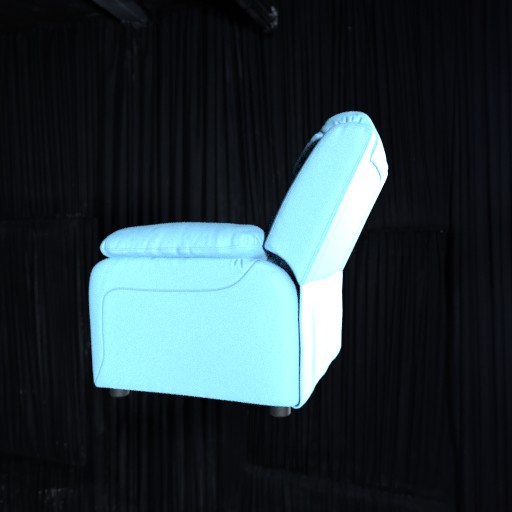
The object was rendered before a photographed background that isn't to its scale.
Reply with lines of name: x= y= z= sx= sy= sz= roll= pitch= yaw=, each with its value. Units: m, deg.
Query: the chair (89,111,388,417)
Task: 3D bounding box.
chair: x=0.000 y=0.000 z=1.278 sx=0.709 sy=0.702 sz=0.680 roll=1 pitch=2 yaw=19
